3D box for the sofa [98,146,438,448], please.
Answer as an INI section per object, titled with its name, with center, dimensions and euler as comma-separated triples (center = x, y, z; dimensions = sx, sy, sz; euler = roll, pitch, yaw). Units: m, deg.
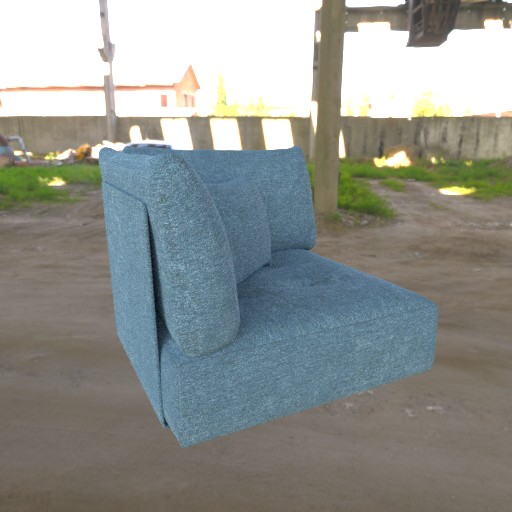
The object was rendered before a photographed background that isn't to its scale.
[sofa]
center = 0.000, 0.000, 1.716
dimensions = 1.000, 0.820, 1.000
euler = -7, 16, -26
